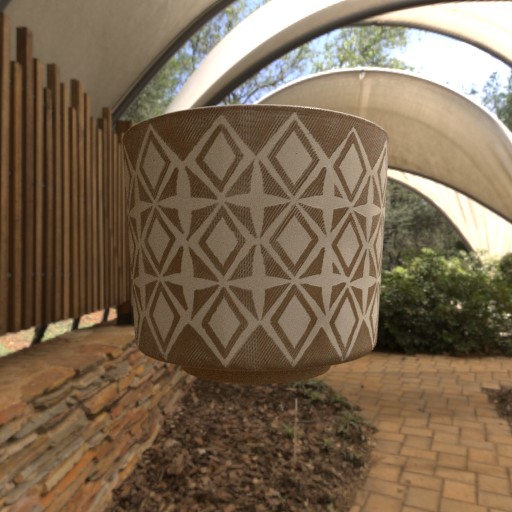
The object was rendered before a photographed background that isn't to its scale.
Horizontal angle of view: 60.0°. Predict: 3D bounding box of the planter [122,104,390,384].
[{"bbox_3d":[0.000,0.000,0.450,0.260,0.220,0.260,0,0,0],"label":"planter"}]
